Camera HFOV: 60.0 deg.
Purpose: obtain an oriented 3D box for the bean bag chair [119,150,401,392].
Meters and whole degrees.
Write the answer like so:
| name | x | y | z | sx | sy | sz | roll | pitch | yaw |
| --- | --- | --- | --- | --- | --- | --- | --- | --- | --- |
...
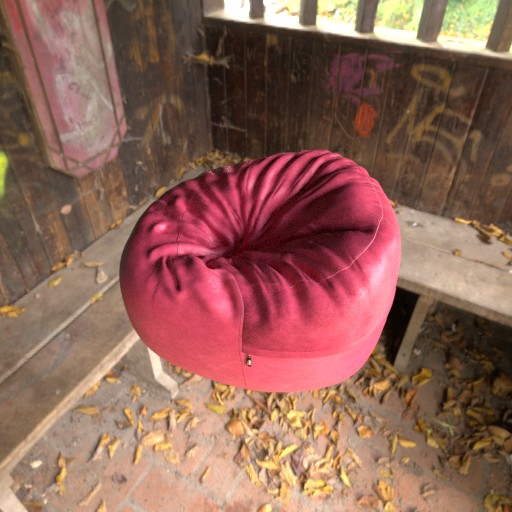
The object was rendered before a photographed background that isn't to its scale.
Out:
| name | x | y | z | sx | sy | sz | roll | pitch | yaw |
| --- | --- | --- | --- | --- | --- | --- | --- | --- | --- |
| bean bag chair | 0.000 | 0.000 | 2.545 | 1.524 | 0.878 | 1.524 | 0 | 40 | 1 |
